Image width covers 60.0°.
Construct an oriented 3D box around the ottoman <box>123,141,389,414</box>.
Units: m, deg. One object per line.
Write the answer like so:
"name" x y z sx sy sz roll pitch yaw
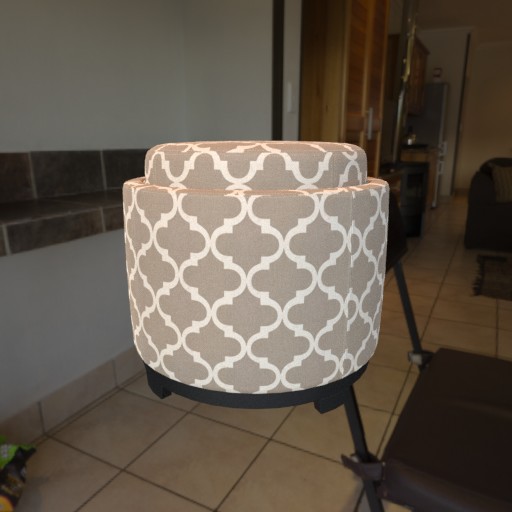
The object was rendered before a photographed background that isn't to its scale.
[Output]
"ottoman" 0.000 0.000 0.854 0.480 0.429 0.480 0 14 0
